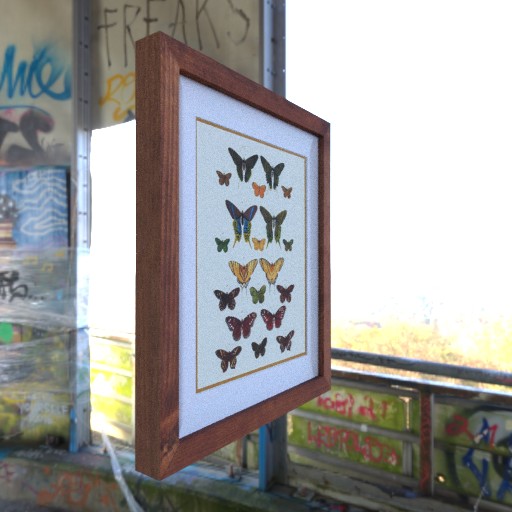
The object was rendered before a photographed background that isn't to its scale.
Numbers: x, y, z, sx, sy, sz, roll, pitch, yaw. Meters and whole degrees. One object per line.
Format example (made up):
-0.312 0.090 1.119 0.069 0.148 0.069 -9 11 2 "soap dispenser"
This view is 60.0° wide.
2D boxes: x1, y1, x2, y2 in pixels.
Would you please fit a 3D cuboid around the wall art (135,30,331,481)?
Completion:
0.000 0.000 0.606 0.039 0.449 0.377 0 0 36 "wall art"
